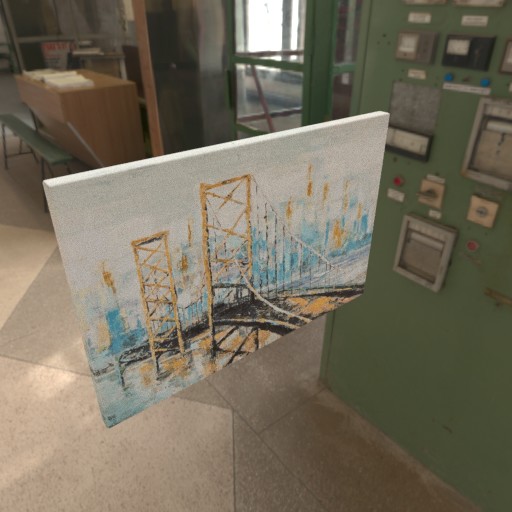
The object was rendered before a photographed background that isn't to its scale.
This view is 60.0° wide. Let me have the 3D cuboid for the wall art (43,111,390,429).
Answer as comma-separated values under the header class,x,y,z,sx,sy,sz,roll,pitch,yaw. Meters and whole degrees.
class,x,y,z,sx,sy,sz,roll,pitch,yaw
wall art,0.000,0.000,1.151,0.913,0.609,0.038,-21,36,-32
